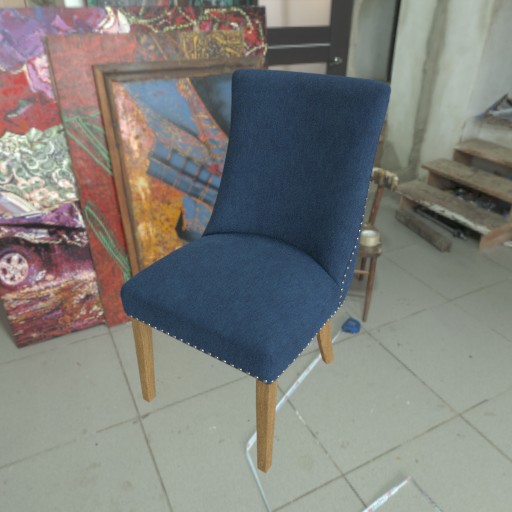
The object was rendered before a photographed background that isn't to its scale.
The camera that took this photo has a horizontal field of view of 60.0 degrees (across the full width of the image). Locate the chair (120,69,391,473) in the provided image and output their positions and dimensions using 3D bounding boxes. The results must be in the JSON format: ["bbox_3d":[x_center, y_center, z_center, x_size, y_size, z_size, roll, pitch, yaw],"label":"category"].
[{"bbox_3d":[0.000,0.000,1.249,0.495,0.902,0.610,18,35,29],"label":"chair"}]
